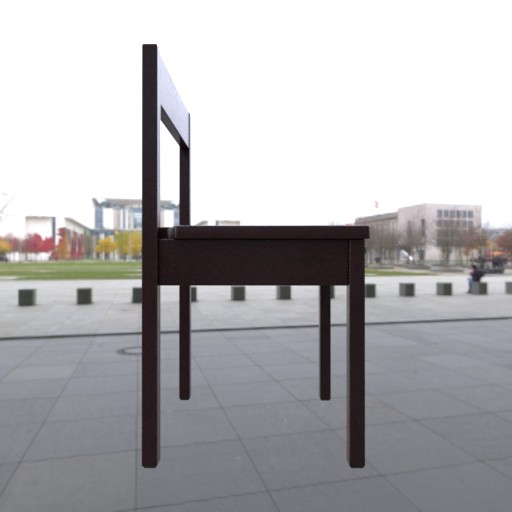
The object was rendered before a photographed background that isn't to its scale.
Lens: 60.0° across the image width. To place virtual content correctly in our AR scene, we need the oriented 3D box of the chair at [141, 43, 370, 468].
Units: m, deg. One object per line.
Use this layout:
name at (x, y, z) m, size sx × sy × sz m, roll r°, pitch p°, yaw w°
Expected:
chair at (0.000, 0.000, 0.871) m, size 0.361 × 0.668 × 0.367 m, roll 0°, pitch 0°, yaw 0°
